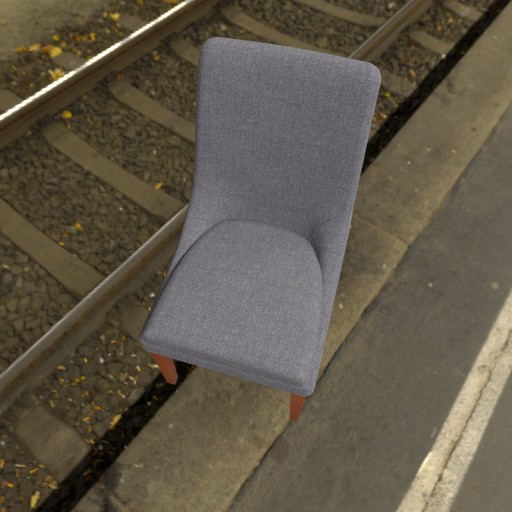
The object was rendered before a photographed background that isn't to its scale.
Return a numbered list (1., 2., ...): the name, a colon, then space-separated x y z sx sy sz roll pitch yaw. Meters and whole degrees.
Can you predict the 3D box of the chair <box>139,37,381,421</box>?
1. chair: 0.000 0.000 1.319 0.508 0.952 0.655 14 58 9
